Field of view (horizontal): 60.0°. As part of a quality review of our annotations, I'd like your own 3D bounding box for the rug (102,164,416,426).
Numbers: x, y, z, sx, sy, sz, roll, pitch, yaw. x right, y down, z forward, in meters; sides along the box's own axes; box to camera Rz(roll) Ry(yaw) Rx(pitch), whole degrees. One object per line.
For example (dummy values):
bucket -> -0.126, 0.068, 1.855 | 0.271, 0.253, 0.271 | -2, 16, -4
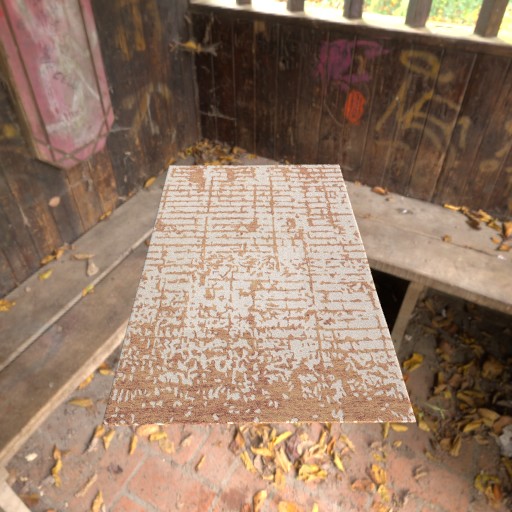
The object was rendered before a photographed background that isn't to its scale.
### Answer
rug -> 0.000, 0.000, 3.047 | 1.517, 0.011, 2.435 | -1, 42, -1
